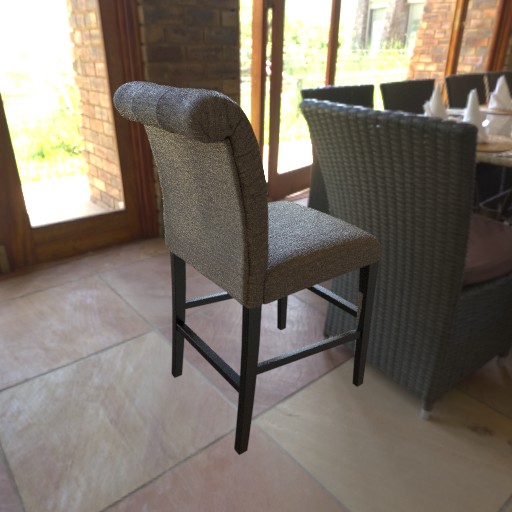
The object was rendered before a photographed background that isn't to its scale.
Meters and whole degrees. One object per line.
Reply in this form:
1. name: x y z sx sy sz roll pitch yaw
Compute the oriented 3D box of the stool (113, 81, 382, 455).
1. stool: 0.000 0.000 1.320 0.611 0.970 0.457 -17 30 -32
